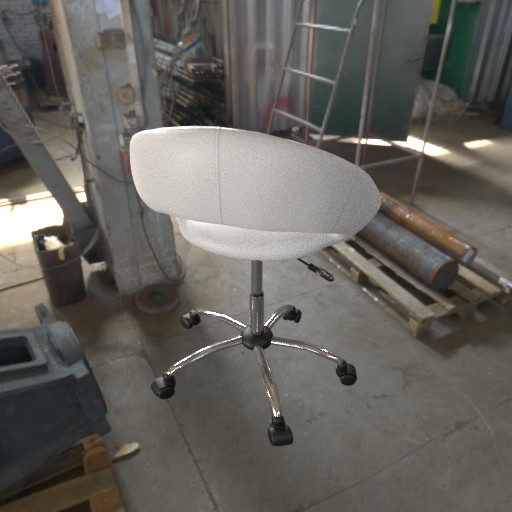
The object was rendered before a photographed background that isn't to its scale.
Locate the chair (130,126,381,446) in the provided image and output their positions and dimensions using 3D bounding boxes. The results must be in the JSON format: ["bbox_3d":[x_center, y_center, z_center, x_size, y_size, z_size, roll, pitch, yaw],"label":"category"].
[{"bbox_3d":[0.000,0.000,1.168,0.612,0.791,0.538,9,33,15],"label":"chair"}]
